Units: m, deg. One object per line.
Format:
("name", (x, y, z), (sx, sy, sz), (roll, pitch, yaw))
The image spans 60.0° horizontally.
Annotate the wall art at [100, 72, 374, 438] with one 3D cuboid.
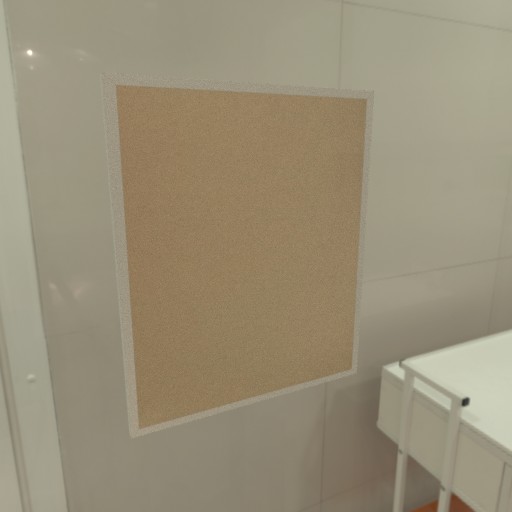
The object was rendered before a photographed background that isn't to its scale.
("wall art", (0.000, 0.000, 0.625), (0.382, 0.456, 0.013), (-7, 16, -26))
